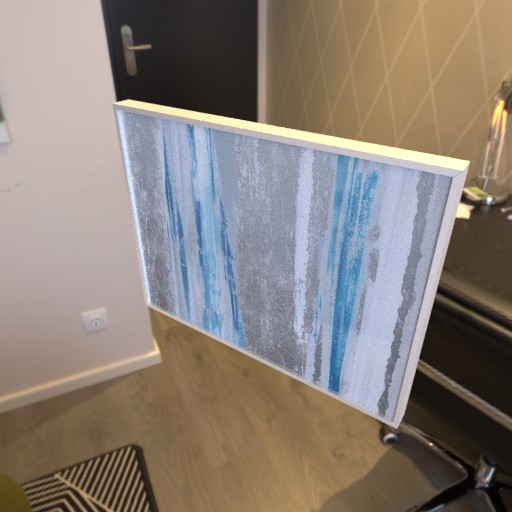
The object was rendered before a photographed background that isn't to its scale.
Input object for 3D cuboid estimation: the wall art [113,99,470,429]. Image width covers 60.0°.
[{"bbox_3d":[0.000,0.000,1.381,1.056,0.801,0.066,20,36,29],"label":"wall art"}]
